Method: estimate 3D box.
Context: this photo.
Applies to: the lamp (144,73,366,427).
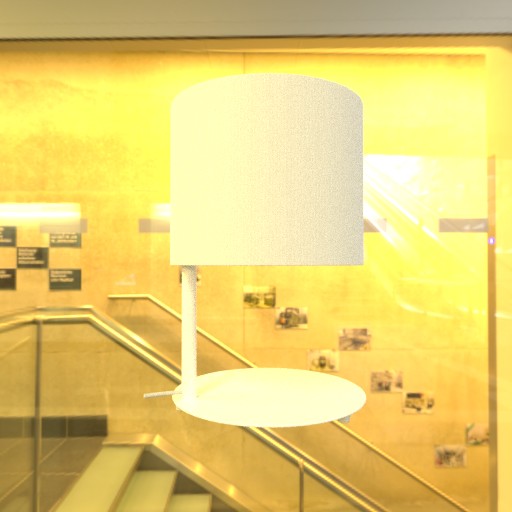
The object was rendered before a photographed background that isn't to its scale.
[{"bbox_3d":[0.000,0.000,0.695,0.341,0.454,0.299,0,-1,-18],"label":"lamp"}]
